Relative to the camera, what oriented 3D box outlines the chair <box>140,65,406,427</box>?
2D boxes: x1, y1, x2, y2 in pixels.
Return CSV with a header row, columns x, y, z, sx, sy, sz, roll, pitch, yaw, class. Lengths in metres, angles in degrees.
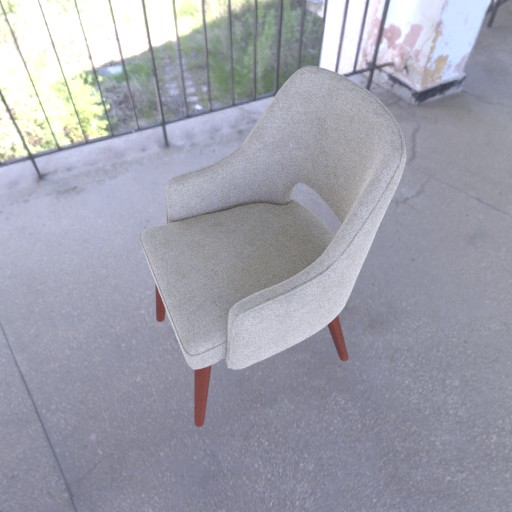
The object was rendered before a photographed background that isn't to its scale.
x,y,z,sx,sy,sz,roll,pitch,yaw,class
0.000,0.000,1.250,0.605,0.849,0.548,-19,51,-16,chair
